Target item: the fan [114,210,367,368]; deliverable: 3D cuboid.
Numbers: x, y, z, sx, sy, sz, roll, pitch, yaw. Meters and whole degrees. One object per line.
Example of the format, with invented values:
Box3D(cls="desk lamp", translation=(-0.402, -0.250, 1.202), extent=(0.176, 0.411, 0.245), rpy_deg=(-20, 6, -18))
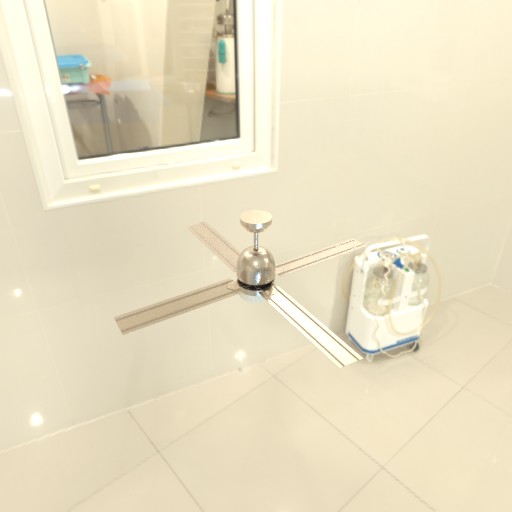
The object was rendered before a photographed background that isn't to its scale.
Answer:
Box3D(cls="fan", translation=(0.000, 0.000, 2.074), extent=(1.346, 0.406, 1.346), rpy_deg=(-19, 36, -28))
